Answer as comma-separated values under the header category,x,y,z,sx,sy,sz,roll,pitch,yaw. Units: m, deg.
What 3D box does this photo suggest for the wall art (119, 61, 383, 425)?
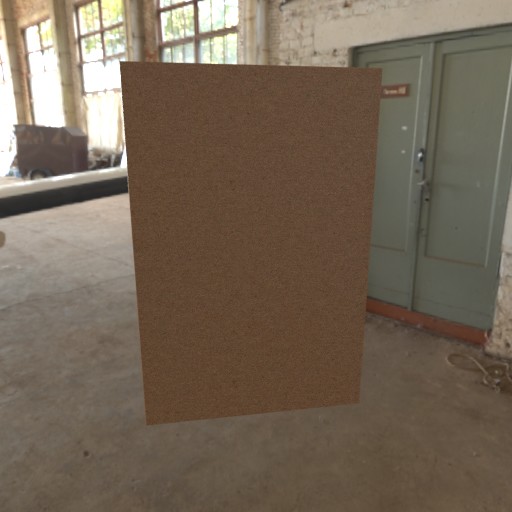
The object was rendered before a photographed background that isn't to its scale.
category,x,y,z,sx,sy,sz,roll,pitch,yaw
wall art,0.000,0.000,1.149,0.610,0.914,0.037,-3,15,-10
